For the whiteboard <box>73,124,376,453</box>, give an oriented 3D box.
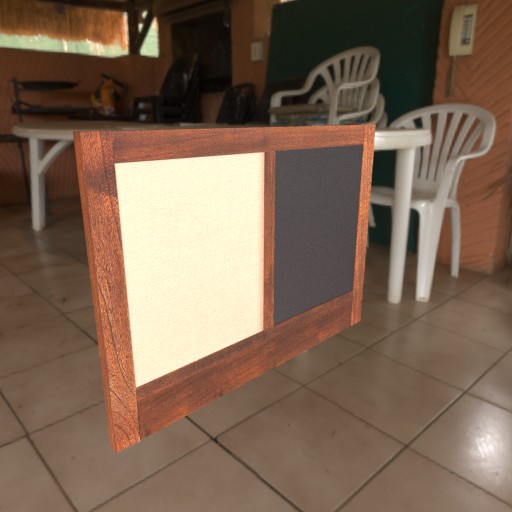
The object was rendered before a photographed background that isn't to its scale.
[{"bbox_3d":[0.000,0.000,0.988,0.768,0.553,0.083,-16,24,-41],"label":"whiteboard"}]
